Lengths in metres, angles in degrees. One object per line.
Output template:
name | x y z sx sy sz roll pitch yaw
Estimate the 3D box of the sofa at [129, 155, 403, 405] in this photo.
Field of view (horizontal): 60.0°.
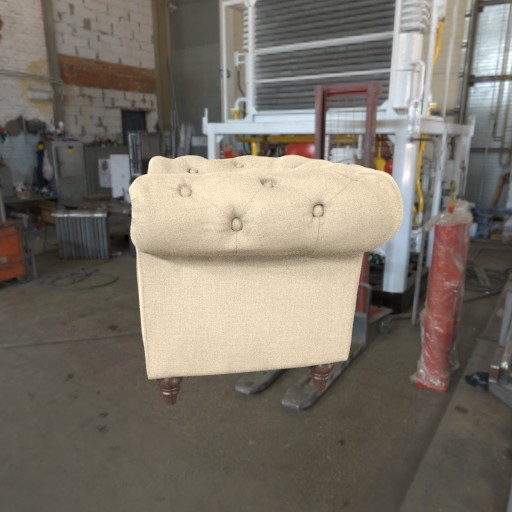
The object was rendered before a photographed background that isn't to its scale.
sofa | 0.000 0.000 2.046 1.034 0.878 1.405 -3 15 -10
